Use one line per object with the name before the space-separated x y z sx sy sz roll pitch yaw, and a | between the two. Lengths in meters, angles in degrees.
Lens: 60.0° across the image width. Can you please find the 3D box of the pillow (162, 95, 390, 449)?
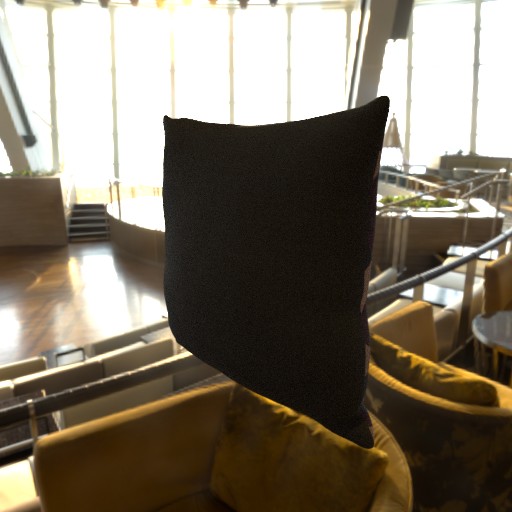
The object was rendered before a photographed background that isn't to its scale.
pillow | 0.000 0.000 0.765 0.208 0.496 0.503 -14 21 -42
